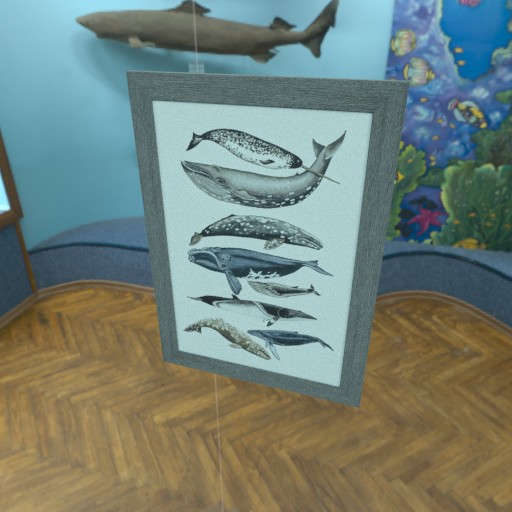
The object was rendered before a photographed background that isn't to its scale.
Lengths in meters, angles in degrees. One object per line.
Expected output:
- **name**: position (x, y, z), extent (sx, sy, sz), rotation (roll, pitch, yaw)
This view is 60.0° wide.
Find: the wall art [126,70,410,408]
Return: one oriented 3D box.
- **wall art**: position (0.000, 0.000, 1.411), extent (0.768, 1.070, 0.020), rotation (9, 30, 16)
